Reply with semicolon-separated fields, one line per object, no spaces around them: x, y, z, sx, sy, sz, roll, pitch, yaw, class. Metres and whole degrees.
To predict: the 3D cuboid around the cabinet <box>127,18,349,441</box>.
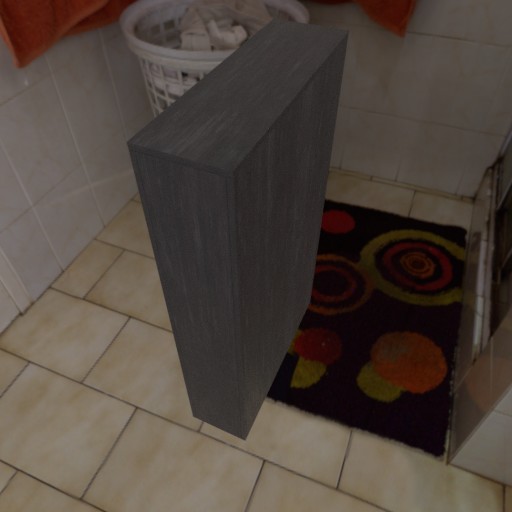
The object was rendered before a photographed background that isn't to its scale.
0.000;0.000;1.544;0.250;1.280;0.750;18;49;17;cabinet
